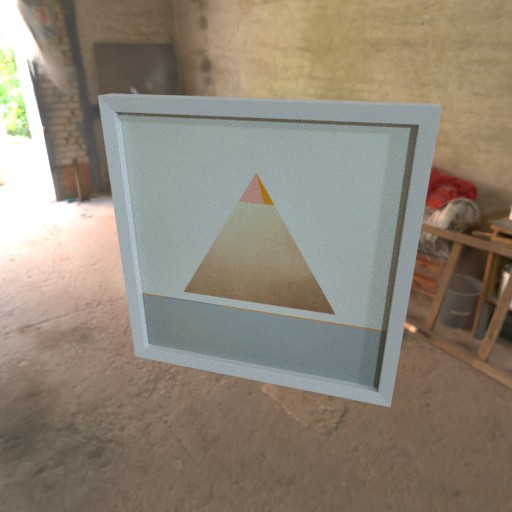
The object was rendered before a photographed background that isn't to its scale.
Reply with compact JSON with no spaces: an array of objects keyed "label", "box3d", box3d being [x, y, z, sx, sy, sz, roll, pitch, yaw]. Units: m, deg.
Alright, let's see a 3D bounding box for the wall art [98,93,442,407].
[{"label":"wall art","box3d":[0.000,0.000,1.926,1.289,1.291,0.098,7,26,15]}]
